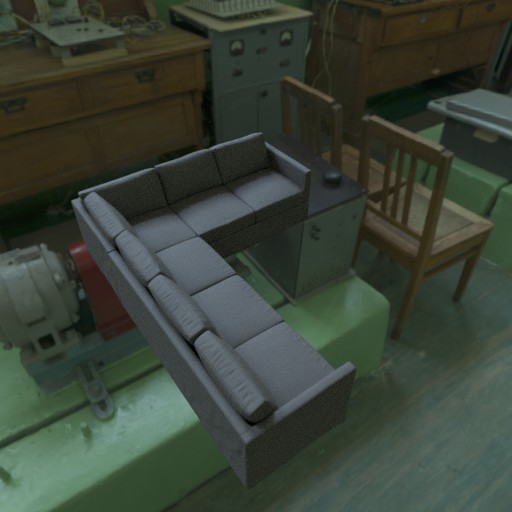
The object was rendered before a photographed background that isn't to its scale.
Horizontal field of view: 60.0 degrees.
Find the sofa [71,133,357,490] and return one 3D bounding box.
[{"bbox_3d":[0.000,0.000,4.268,2.432,0.871,3.182,-25,47,-26],"label":"sofa"}]
